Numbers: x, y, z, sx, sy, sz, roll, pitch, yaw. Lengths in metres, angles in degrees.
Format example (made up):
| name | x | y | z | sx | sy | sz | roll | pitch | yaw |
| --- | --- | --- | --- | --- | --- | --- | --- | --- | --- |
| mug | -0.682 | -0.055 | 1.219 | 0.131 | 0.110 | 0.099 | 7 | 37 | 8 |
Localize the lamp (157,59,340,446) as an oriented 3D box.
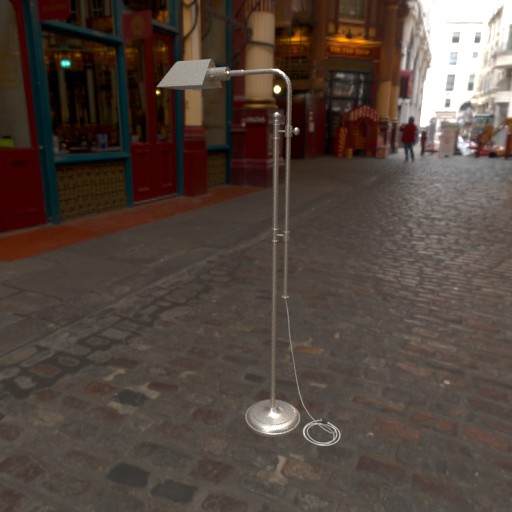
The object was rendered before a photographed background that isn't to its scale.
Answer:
| name | x | y | z | sx | sy | sz | roll | pitch | yaw |
| --- | --- | --- | --- | --- | --- | --- | --- | --- | --- |
| lamp | 0.000 | 0.000 | 1.892 | 0.813 | 1.571 | 0.256 | 8 | 18 | 24 |
